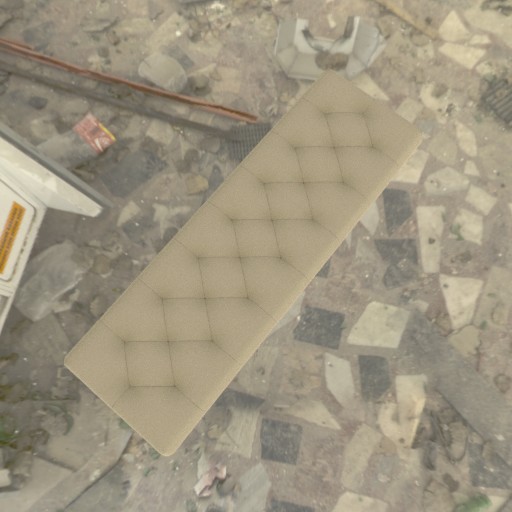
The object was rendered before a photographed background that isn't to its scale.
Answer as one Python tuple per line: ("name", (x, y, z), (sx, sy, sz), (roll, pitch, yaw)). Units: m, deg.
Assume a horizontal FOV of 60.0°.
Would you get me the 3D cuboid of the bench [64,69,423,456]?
("bench", (0.000, 0.000, 1.777), (0.479, 0.488, 1.488), (38, 78, 10))
